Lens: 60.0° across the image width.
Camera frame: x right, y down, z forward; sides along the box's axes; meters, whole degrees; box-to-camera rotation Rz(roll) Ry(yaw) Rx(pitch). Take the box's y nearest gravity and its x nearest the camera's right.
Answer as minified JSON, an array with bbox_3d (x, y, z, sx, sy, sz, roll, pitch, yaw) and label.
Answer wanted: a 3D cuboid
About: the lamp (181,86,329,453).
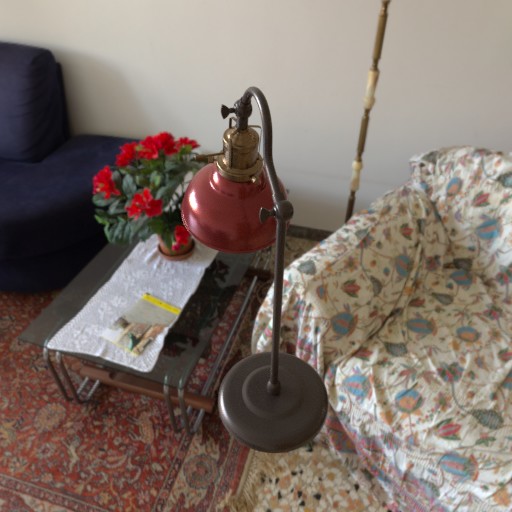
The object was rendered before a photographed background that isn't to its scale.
[{"bbox_3d":[0.000,0.000,0.679,0.192,0.508,0.374,-12,41,-15],"label":"lamp"}]
